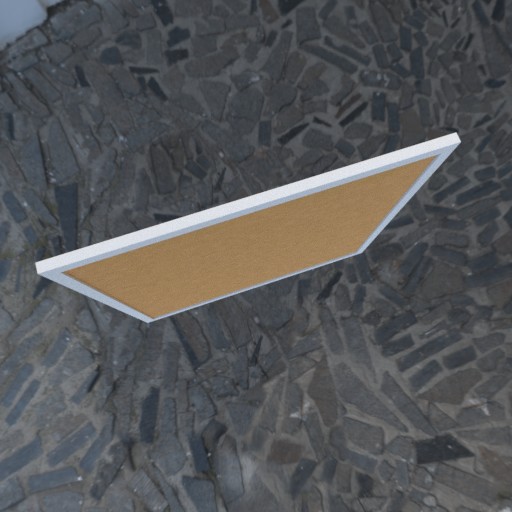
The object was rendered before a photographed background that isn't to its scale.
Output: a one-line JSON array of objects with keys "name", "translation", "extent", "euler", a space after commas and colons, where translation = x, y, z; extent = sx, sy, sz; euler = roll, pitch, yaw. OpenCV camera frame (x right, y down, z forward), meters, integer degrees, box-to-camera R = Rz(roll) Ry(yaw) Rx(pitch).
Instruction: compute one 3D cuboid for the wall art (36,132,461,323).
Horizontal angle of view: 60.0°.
[{"name": "wall art", "translation": [0.000, 0.000, 0.678], "extent": [0.457, 0.457, 0.012], "euler": [-18, 76, -5]}]
